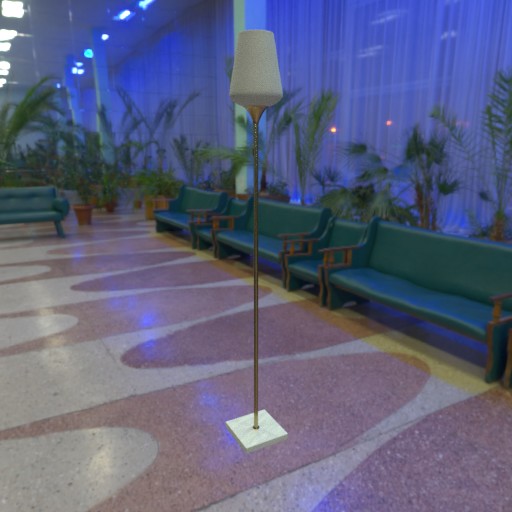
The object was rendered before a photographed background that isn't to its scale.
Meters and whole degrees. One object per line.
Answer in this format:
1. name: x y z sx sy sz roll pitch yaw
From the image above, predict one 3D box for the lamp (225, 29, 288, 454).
1. lamp: 0.000 0.000 1.977 0.229 1.813 0.232 -8 16 -28
